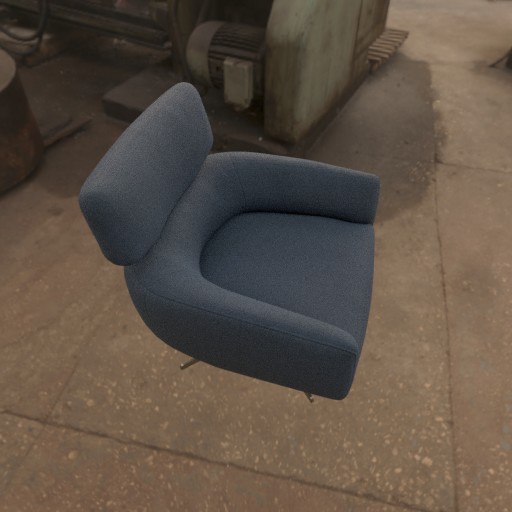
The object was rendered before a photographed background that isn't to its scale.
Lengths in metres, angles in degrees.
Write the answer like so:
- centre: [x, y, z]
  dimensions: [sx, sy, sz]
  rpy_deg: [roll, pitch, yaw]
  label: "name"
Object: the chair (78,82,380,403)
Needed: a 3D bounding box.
- centre: [0.000, 0.000, 1.409]
  dimensions: [0.761, 0.813, 0.738]
  rpy_deg: [11, 47, 11]
  label: "chair"
